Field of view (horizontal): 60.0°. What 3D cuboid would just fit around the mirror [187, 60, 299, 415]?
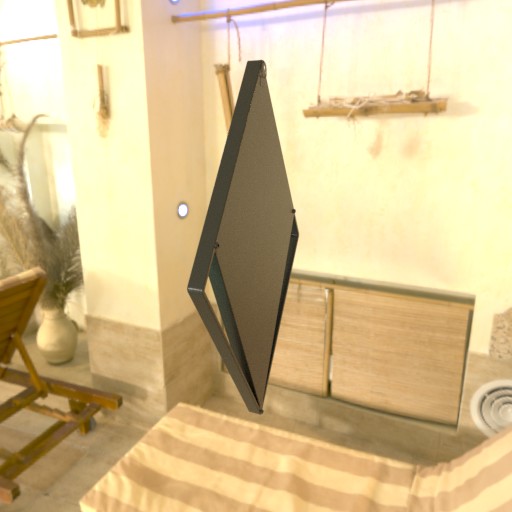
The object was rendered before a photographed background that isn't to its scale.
[{"bbox_3d":[0.000,0.000,0.832,0.032,0.679,0.419,7,17,24],"label":"mirror"}]
